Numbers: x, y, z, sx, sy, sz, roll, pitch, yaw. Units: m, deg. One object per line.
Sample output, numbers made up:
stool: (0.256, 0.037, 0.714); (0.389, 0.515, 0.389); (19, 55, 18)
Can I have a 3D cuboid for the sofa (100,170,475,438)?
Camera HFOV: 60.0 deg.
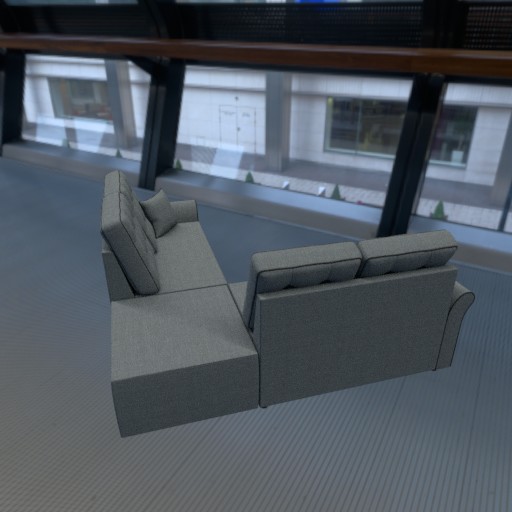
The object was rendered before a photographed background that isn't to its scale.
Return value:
sofa: (0.000, 0.000, 3.255); (2.068, 0.988, 2.070); (-7, 28, -14)
